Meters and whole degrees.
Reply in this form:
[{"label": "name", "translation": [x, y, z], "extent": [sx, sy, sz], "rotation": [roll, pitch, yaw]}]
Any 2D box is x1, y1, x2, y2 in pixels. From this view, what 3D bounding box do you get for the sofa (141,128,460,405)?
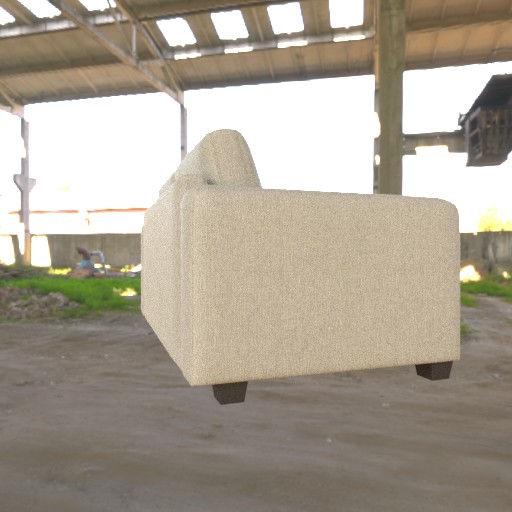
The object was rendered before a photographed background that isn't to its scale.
[{"label": "sofa", "translation": [0.000, 0.000, 2.000], "extent": [0.900, 0.800, 1.540], "rotation": [0, 0, -19]}]
